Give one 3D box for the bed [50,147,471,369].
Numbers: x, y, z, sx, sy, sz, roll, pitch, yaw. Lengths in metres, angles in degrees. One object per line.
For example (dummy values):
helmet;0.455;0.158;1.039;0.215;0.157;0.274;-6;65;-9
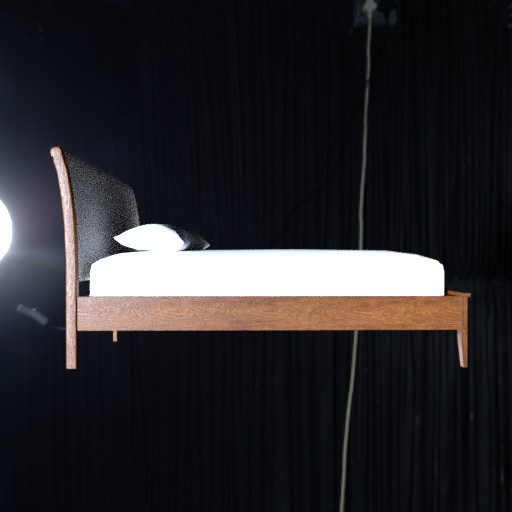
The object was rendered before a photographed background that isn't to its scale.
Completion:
bed;0.000;0.000;3.270;2.380;1.250;1.612;0;1;-1
